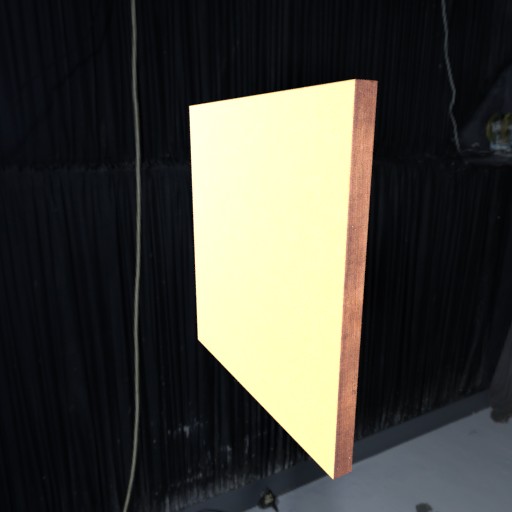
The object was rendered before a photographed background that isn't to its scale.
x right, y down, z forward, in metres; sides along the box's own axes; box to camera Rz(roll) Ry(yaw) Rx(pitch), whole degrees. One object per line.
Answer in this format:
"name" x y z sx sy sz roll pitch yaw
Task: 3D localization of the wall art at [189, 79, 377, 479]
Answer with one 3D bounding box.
"wall art" 0.000 0.000 0.845 0.037 0.572 0.554 -8 17 -28
